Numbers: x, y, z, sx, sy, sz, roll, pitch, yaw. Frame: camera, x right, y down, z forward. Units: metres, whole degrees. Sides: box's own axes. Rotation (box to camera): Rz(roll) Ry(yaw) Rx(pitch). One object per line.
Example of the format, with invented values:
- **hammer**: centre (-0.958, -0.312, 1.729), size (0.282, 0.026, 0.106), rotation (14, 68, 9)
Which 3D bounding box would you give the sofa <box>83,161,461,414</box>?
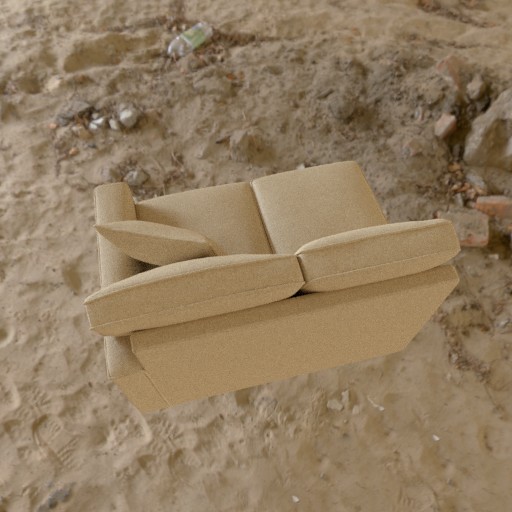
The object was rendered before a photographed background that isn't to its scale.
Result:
- **sofa**: centre (0.000, 0.000, 2.102), size (1.388, 0.989, 0.991), rotation (-11, 58, -7)
